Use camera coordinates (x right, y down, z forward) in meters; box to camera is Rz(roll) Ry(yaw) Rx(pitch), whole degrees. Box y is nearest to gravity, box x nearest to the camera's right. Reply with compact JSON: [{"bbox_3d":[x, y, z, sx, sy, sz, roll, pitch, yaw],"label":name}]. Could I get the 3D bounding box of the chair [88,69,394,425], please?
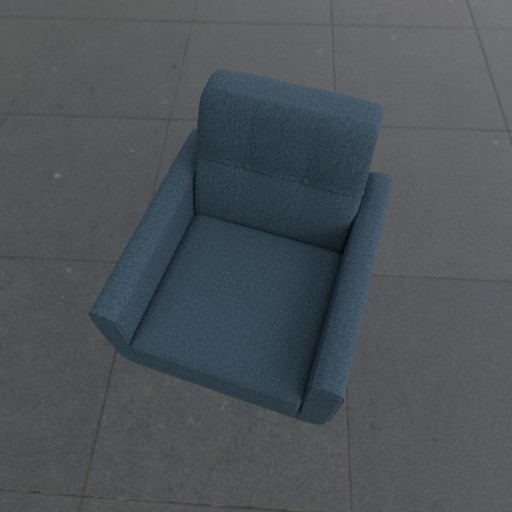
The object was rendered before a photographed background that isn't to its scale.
[{"bbox_3d":[0.000,0.000,1.733,0.880,0.940,0.964,16,61,9],"label":"chair"}]
